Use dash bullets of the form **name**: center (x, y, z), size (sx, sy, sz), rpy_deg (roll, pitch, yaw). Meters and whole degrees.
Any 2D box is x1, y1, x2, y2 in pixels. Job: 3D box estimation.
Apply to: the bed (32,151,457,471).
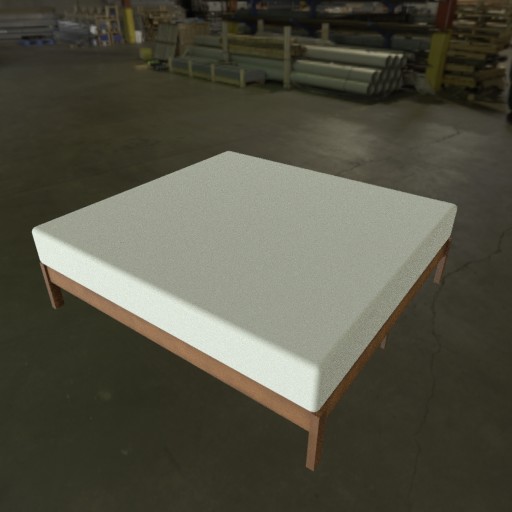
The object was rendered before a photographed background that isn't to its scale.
- **bed**: center (0.000, 0.000, 3.028), size (2.049, 0.616, 1.930), rpy_deg (21, 37, 30)
